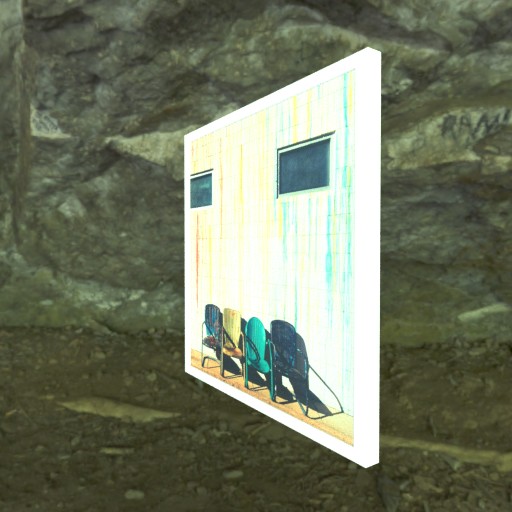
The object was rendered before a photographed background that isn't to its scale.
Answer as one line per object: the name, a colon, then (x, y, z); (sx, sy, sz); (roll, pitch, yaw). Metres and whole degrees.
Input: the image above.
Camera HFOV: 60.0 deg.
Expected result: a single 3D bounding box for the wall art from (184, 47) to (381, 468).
wall art: (0.000, 0.000, 1.124); (0.036, 0.760, 0.760); (-1, 1, -34)
